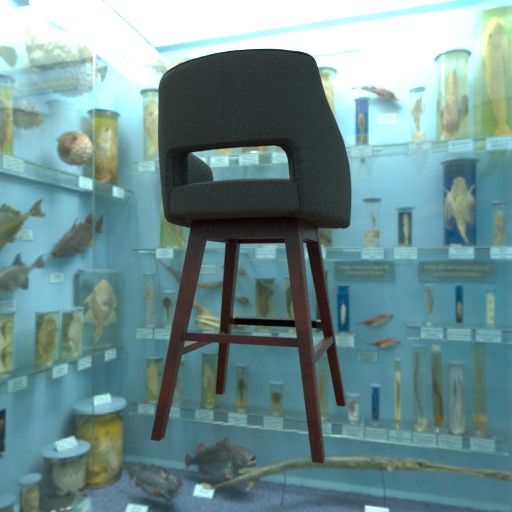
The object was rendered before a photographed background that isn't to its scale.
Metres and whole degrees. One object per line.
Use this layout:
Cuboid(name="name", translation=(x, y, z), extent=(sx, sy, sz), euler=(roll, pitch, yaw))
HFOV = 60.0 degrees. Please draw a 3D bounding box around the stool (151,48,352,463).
Cuboid(name="stool", translation=(0.000, 0.000, 1.346), extent=(0.548, 1.012, 0.558), euler=(0, -1, 18))
